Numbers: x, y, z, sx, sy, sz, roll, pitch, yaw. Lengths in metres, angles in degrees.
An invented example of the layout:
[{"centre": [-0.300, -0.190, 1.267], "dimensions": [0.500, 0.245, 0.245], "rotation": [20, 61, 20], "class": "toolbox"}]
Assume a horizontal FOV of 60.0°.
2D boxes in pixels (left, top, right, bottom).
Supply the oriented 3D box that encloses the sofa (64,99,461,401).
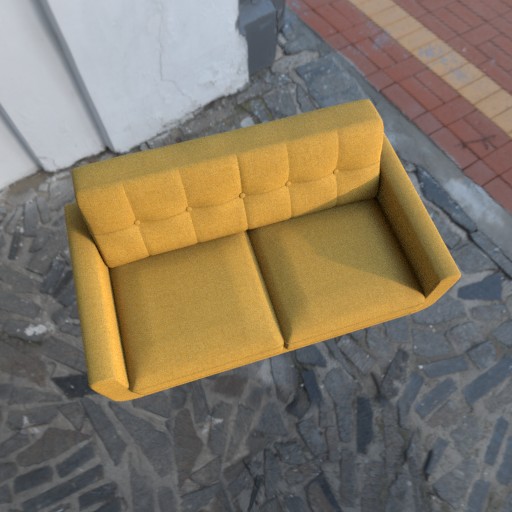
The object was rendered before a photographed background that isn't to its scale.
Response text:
[{"centre": [0.000, 0.000, 2.135], "dimensions": [1.631, 0.841, 0.909], "rotation": [-15, 65, -7], "class": "sofa"}]
